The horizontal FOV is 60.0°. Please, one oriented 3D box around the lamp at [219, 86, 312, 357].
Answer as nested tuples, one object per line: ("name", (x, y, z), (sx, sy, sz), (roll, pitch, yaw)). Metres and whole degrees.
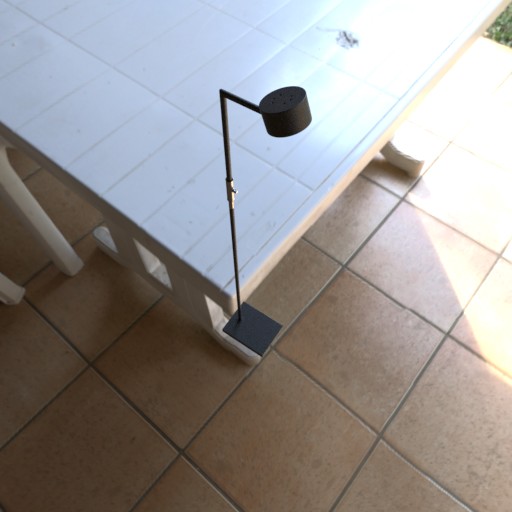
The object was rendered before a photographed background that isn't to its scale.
("lamp", (0.000, 0.000, 1.732), (0.304, 1.600, 0.203), (30, 63, 17))
